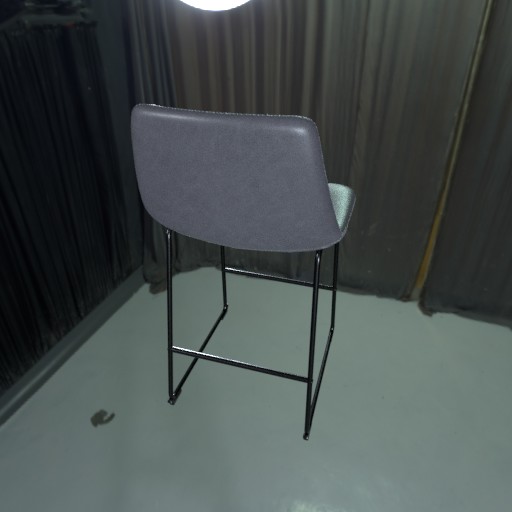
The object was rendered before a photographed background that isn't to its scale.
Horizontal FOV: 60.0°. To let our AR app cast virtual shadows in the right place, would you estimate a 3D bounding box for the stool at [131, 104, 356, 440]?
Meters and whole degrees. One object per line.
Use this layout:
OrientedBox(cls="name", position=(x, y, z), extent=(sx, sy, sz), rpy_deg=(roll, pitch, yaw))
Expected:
OrientedBox(cls="stool", position=(0.000, 0.000, 1.189), extent=(0.470, 0.876, 0.546), rpy_deg=(9, 33, 14))
